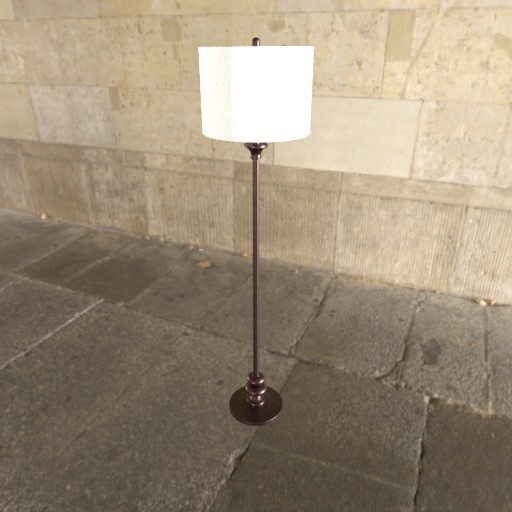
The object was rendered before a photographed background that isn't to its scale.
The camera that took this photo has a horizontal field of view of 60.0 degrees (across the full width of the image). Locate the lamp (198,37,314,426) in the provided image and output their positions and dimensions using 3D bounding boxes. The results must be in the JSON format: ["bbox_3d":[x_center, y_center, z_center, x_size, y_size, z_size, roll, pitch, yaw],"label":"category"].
[{"bbox_3d":[0.000,0.000,1.681,0.356,1.487,0.356,-9,27,-18],"label":"lamp"}]
